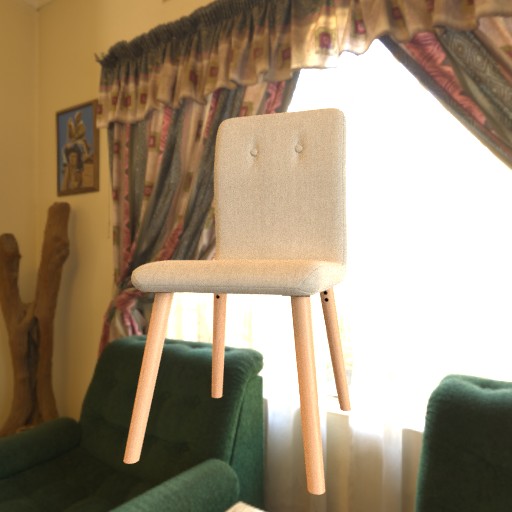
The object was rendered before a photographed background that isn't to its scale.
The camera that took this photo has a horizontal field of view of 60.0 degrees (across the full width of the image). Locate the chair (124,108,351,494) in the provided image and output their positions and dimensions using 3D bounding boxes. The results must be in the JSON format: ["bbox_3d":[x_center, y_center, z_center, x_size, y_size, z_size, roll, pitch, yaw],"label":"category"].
[{"bbox_3d":[0.000,0.000,1.138,0.435,0.885,0.550,0,-1,18],"label":"chair"}]
